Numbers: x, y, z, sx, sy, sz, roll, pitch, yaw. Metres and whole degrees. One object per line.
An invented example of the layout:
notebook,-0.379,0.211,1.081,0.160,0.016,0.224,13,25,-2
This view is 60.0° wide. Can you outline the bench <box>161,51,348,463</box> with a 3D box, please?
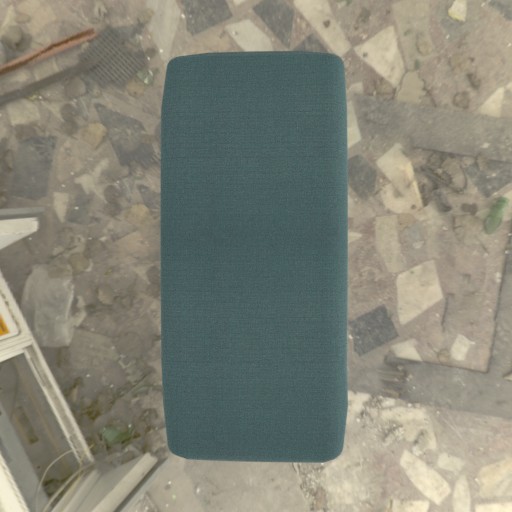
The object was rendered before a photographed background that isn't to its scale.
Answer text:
bench,0.000,0.000,1.273,0.476,0.474,0.995,0,91,2
